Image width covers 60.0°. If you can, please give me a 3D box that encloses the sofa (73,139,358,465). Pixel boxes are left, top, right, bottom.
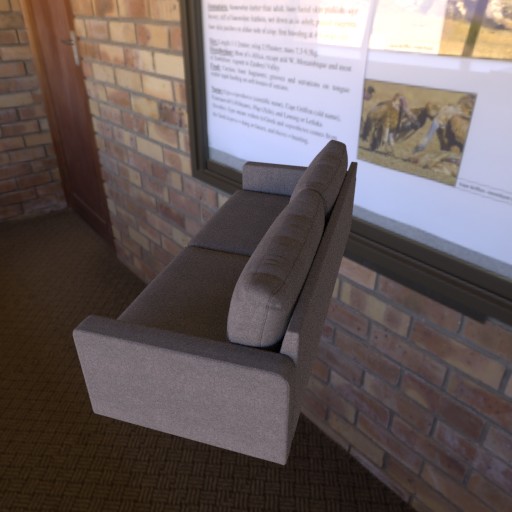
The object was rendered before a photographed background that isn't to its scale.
[{"bbox_3d":[0.000,0.000,2.507,0.880,0.880,2.100,9,31,15],"label":"sofa"}]
